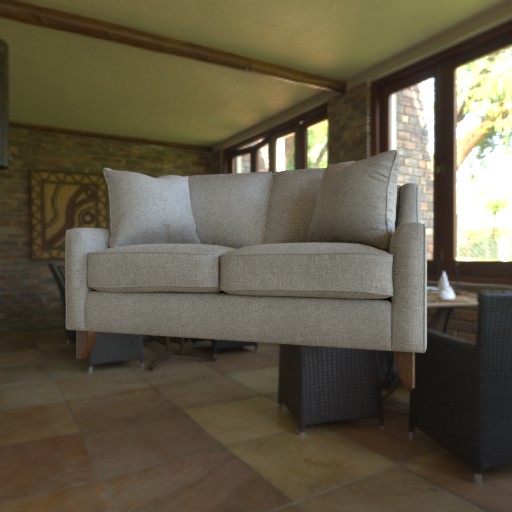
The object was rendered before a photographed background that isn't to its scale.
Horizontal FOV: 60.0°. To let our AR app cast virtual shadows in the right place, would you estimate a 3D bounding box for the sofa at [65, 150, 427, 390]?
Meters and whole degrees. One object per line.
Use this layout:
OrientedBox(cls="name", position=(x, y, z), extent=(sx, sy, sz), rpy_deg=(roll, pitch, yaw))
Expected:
OrientedBox(cls="sofa", position=(0.000, 0.000, 1.991), extent=(1.422, 0.863, 0.915), rpy_deg=(0, 0, 18))
